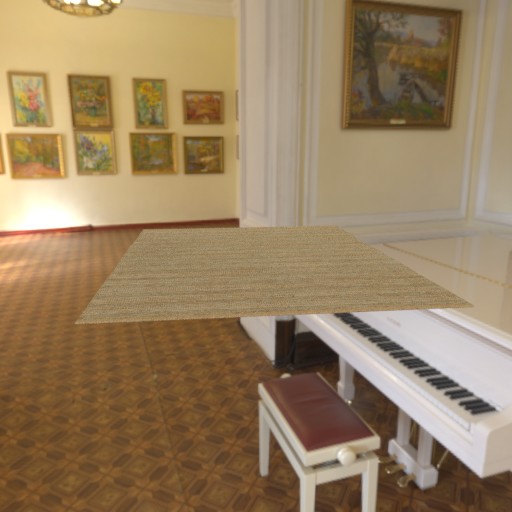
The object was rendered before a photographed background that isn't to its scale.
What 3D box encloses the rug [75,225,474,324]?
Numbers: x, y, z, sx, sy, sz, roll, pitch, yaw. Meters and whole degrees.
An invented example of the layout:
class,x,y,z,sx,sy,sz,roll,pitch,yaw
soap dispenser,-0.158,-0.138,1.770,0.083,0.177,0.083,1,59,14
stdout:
class,x,y,z,sx,sy,sz,roll,pitch,yaw
rug,0.000,0.000,4.159,2.471,0.012,3.034,-2,14,-7
